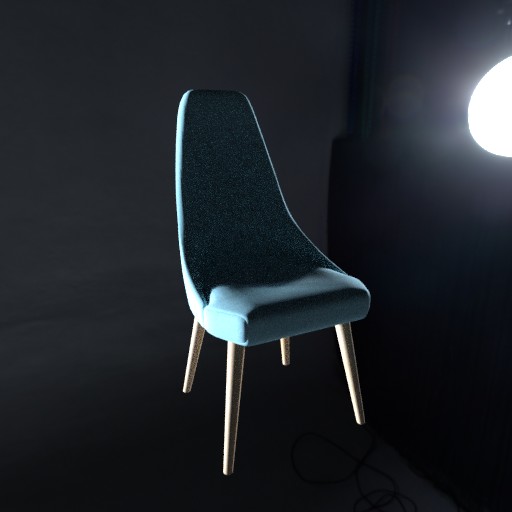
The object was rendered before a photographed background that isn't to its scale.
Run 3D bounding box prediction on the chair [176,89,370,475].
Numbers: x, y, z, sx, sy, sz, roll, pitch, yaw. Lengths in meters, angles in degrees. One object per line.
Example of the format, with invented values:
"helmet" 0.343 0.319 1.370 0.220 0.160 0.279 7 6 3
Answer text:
"chair" 0.000 0.000 1.422 0.510 1.040 0.660 -8 18 -26
